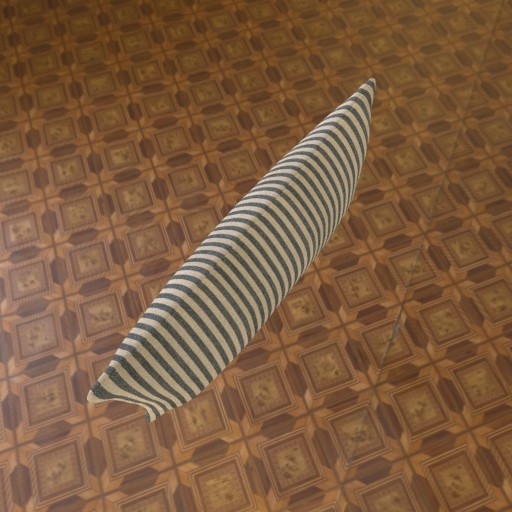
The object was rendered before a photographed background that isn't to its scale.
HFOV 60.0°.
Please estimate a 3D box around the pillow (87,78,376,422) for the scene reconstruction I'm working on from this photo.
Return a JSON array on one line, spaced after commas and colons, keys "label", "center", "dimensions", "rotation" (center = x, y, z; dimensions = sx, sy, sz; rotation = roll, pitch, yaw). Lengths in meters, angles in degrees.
[{"label": "pillow", "center": [0.000, 0.000, 0.726], "dimensions": [0.151, 0.295, 0.617], "rotation": [35, 69, 15]}]
